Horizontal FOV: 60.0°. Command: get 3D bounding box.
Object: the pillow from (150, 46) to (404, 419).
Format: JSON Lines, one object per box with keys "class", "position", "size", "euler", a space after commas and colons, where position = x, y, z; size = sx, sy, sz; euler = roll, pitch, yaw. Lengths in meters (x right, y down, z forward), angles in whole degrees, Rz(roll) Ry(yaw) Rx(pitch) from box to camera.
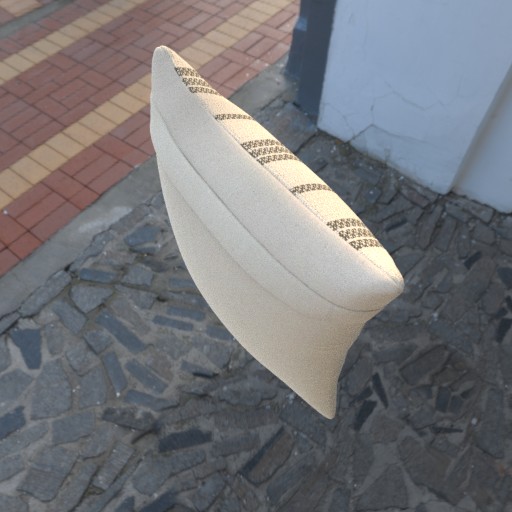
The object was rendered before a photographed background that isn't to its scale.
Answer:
{"class": "pillow", "position": [0.000, 0.000, 0.600], "size": [0.173, 0.406, 0.405], "euler": [-30, 62, -18]}
